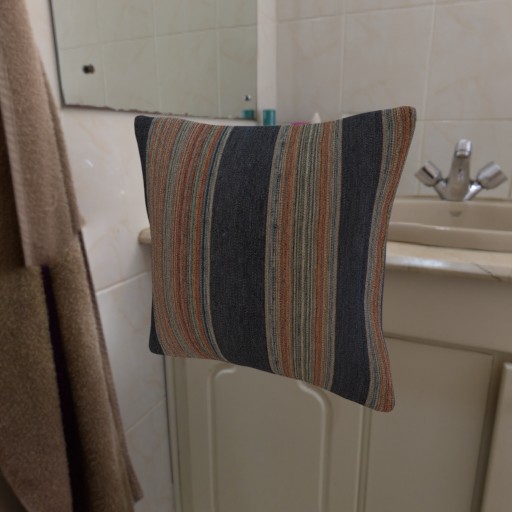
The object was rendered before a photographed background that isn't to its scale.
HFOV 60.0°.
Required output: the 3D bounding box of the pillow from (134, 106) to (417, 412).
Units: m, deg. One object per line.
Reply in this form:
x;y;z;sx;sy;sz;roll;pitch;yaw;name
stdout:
0.000;0.000;0.671;0.437;0.419;0.136;7;16;25;pillow
